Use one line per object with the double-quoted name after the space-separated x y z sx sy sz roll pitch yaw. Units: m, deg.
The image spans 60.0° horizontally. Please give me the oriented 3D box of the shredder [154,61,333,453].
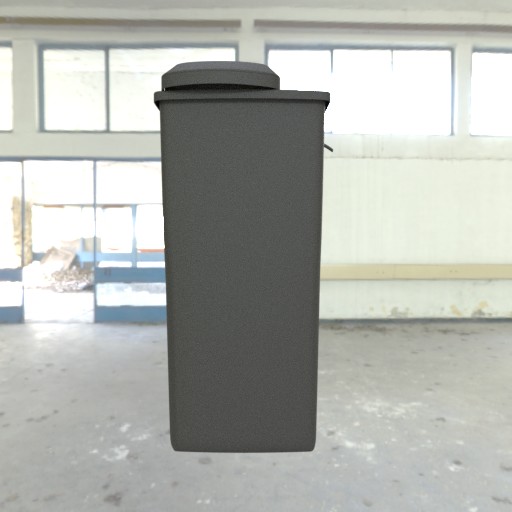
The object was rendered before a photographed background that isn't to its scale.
0.000 0.000 0.509 0.170 0.335 0.320 0 1 0 "shredder"
